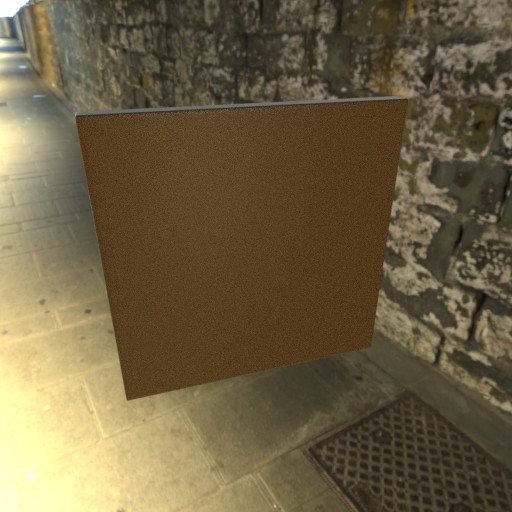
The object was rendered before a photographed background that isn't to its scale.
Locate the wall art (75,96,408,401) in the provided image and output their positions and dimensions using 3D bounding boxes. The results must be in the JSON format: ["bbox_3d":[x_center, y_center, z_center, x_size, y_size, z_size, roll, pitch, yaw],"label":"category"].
[{"bbox_3d":[0.000,0.000,1.971,1.287,1.288,0.078,-8,29,-16],"label":"wall art"}]
